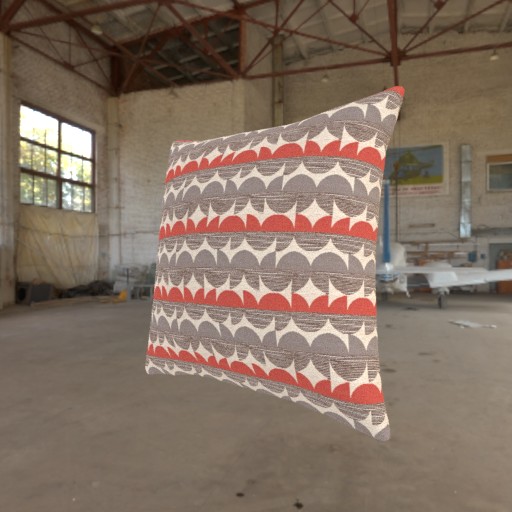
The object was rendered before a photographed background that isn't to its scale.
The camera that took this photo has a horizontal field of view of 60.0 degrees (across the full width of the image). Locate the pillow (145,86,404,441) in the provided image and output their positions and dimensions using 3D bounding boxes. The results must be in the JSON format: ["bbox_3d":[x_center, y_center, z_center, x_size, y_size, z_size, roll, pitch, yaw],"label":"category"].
[{"bbox_3d":[0.000,0.000,0.641,0.420,0.410,0.180,0,0,38],"label":"pillow"}]
